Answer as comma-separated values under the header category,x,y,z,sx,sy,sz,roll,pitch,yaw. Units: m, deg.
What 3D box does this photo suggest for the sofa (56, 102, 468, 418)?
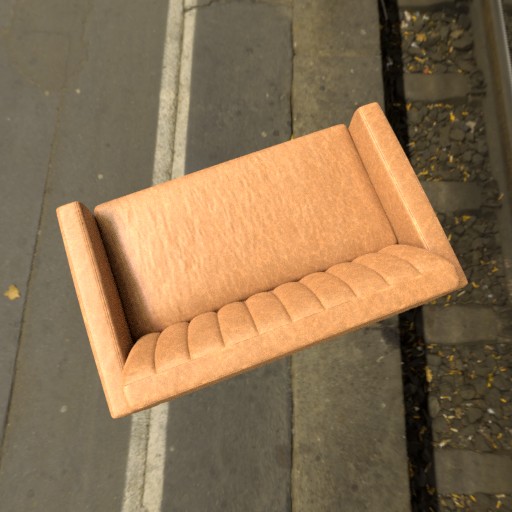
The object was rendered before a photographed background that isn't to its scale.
category,x,y,z,sx,sy,sz,roll,pitch,yaw
sofa,0.000,0.000,2.096,1.549,0.820,0.960,-20,76,-5
